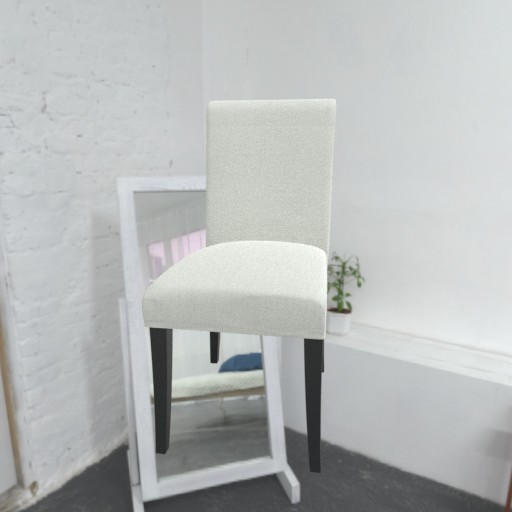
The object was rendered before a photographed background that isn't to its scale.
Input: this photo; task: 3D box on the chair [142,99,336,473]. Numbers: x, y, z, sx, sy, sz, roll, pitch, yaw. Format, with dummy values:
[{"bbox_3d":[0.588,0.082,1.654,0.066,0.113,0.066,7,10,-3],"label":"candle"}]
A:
[{"bbox_3d":[0.000,0.000,1.370,0.452,0.976,0.708,2,14,10],"label":"chair"}]
